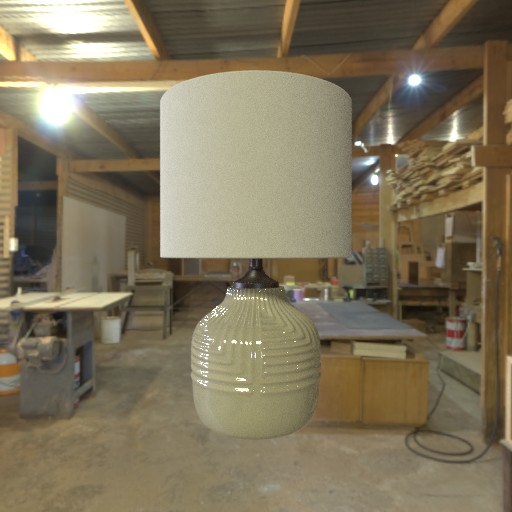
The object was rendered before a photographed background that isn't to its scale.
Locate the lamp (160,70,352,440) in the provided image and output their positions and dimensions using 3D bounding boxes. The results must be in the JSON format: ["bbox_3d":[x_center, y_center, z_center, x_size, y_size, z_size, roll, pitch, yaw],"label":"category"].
[{"bbox_3d":[0.000,0.000,0.753,0.318,0.567,0.318,0,0,0],"label":"lamp"}]
